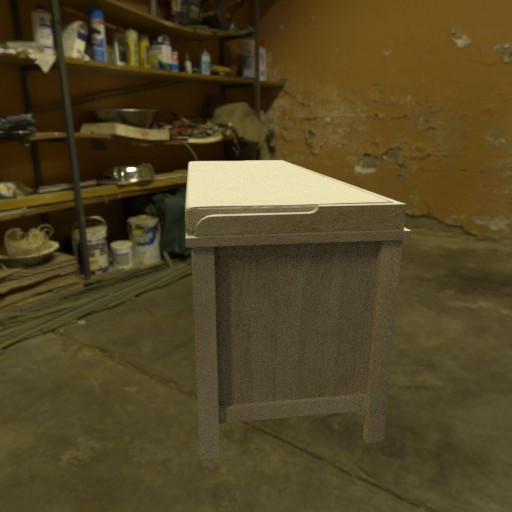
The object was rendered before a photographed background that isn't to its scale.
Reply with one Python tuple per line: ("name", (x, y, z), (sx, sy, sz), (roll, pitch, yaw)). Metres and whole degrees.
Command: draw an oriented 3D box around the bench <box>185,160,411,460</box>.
("bench", (0.000, 0.000, 1.361), (0.398, 0.501, 1.140), (-2, 16, -8))
